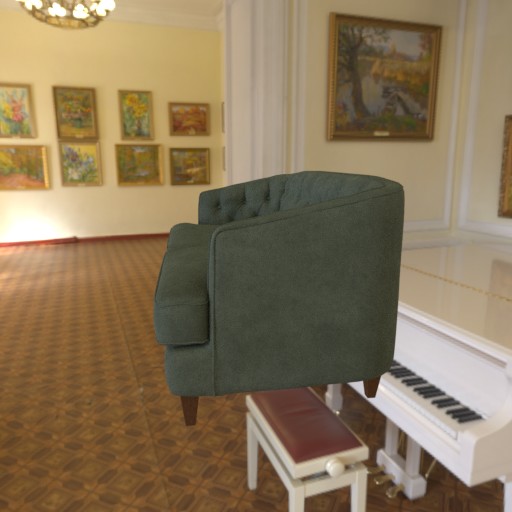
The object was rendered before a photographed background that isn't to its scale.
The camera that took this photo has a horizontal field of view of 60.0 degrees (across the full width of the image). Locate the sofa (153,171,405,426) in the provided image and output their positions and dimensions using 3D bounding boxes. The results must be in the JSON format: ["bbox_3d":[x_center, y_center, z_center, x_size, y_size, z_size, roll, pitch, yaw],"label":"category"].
[{"bbox_3d":[0.000,0.000,2.303,0.941,0.855,1.733,-2,12,-8],"label":"sofa"}]
